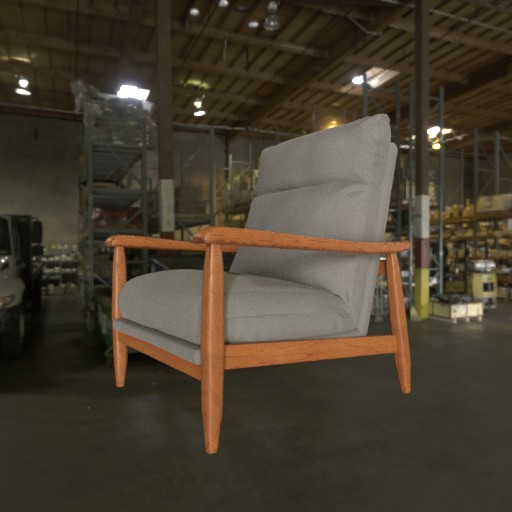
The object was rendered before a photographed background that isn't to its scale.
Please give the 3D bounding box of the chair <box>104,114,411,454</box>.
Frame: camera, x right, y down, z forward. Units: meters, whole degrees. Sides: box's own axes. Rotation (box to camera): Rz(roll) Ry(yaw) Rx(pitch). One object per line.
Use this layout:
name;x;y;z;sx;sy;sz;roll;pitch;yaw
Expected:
chair;0.000;0.000;1.522;0.816;0.922;0.782;0;1;-36
